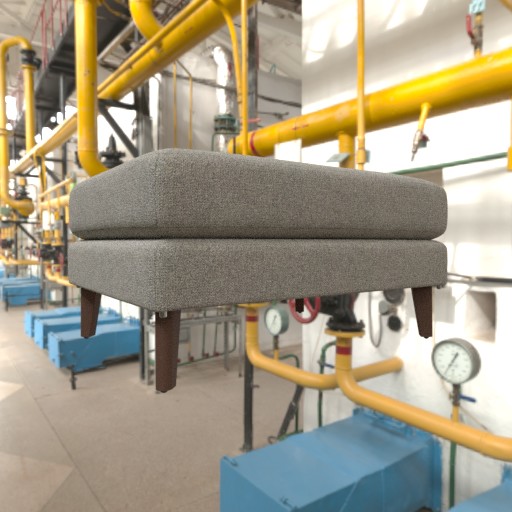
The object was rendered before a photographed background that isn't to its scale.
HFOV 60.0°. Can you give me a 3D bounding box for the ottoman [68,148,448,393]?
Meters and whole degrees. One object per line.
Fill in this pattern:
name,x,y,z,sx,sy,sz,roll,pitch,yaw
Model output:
ottoman,0.000,0.000,1.173,0.821,0.441,0.611,-1,2,-35
